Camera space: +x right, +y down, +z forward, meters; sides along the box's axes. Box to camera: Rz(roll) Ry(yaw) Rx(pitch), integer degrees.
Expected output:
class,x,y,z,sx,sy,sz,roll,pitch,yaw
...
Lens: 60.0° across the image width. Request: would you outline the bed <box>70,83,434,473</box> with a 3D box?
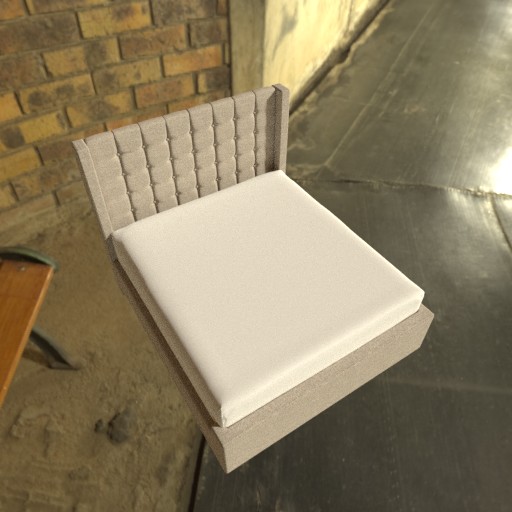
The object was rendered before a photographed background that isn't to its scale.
class,x,y,z,sx,sy,sz,roll,pitch,yaw
bed,0.000,0.000,3.845,2.044,1.748,2.372,-24,50,-23
